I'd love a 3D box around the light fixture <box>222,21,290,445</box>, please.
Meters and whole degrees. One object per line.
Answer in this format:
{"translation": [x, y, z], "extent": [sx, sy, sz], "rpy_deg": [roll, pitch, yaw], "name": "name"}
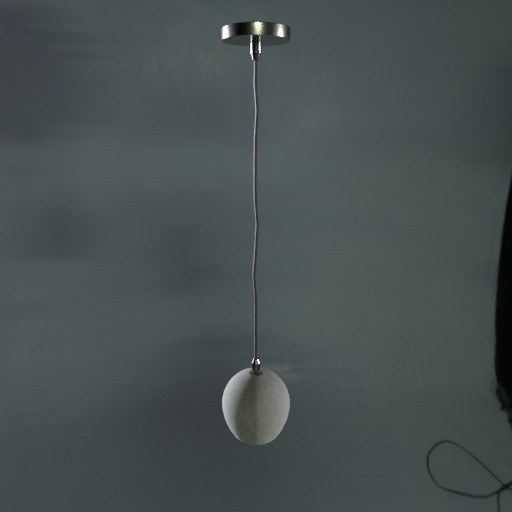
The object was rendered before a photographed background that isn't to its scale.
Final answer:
{"translation": [0.000, 0.000, 0.824], "extent": [0.139, 0.764, 0.139], "rpy_deg": [-3, 17, -9], "name": "light fixture"}
